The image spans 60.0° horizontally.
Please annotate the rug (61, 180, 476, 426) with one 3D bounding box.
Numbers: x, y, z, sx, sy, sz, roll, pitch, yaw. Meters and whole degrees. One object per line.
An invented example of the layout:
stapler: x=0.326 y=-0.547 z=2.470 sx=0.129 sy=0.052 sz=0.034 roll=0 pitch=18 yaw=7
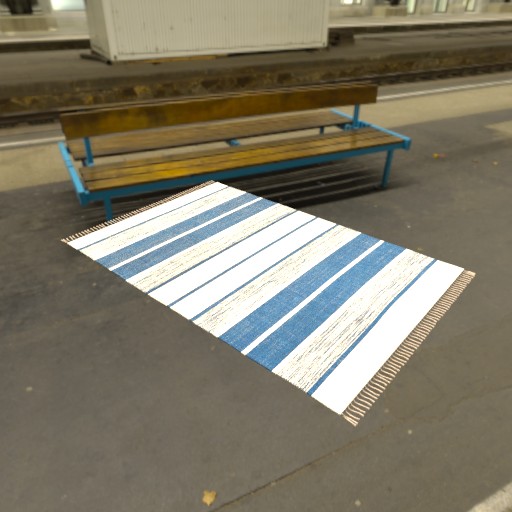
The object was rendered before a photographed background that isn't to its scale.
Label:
rug: x=0.000 y=0.000 z=3.047 sx=2.441 sy=0.010 sz=1.532 roll=24 pitch=39 yaw=34
